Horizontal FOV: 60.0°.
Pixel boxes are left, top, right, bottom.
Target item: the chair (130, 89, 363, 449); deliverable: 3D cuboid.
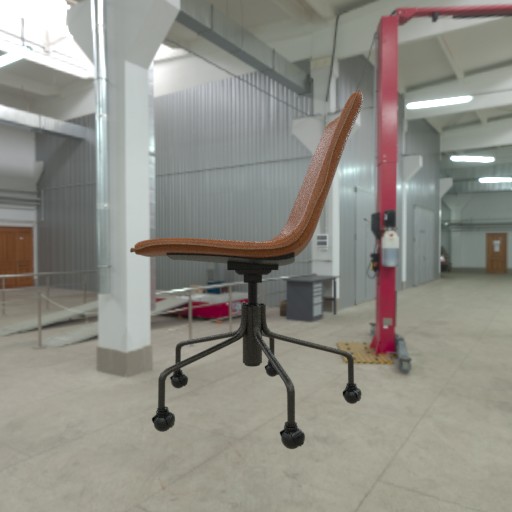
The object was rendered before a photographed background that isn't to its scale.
[{"bbox_3d":[0.000,0.000,1.359,0.660,0.920,0.651,0,1,-2],"label":"chair"}]
